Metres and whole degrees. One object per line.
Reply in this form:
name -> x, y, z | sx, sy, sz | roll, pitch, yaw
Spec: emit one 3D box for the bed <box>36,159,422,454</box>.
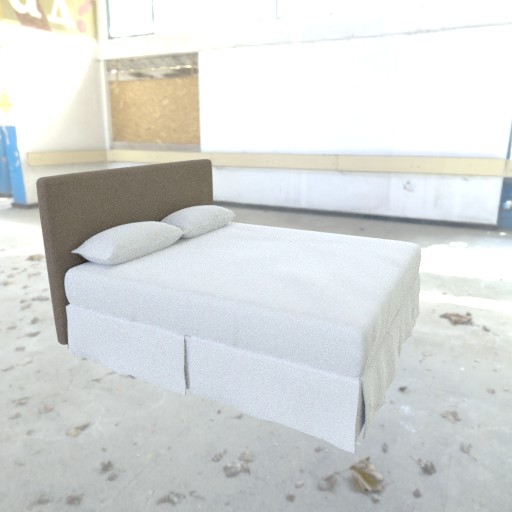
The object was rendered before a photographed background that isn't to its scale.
bed -> 0.000, 0.000, 3.486 | 2.341, 1.317, 2.119 | 8, 18, 26
